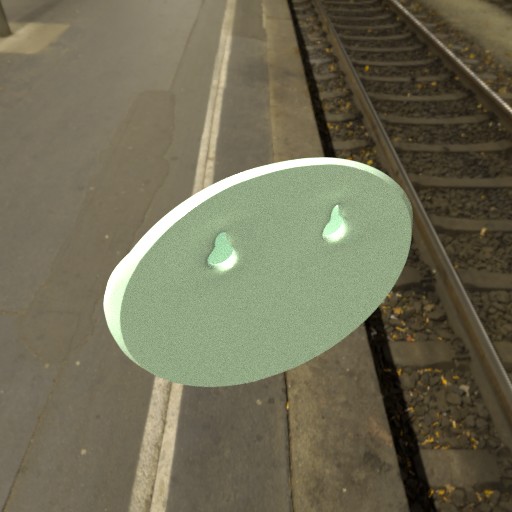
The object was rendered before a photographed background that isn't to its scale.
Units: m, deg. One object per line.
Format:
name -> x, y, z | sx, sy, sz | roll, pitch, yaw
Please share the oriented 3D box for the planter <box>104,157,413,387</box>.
planter -> 0.000, 0.000, 0.279 | 0.189, 0.164, 0.073 | -15, 43, -16
